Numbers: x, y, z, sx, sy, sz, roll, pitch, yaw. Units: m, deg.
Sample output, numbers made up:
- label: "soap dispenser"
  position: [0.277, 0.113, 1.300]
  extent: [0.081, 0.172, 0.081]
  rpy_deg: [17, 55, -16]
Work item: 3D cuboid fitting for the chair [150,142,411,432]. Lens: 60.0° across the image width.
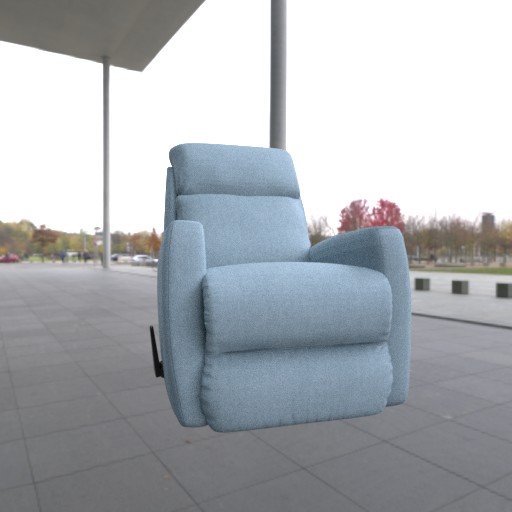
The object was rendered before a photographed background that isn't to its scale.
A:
- label: "chair"
  position: [0.000, 0.000, 1.692]
  extent: [0.812, 1.013, 0.940]
  rpy_deg: [0, 0, -17]
